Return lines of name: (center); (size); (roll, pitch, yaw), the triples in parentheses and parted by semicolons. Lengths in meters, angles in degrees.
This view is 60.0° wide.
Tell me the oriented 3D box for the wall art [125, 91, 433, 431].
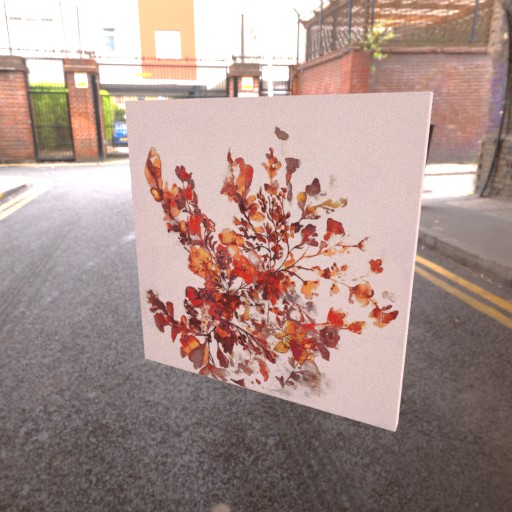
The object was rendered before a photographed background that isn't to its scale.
wall art: (0.000, 0.000, 1.493); (1.009, 1.009, 0.049); (8, 18, 26)
